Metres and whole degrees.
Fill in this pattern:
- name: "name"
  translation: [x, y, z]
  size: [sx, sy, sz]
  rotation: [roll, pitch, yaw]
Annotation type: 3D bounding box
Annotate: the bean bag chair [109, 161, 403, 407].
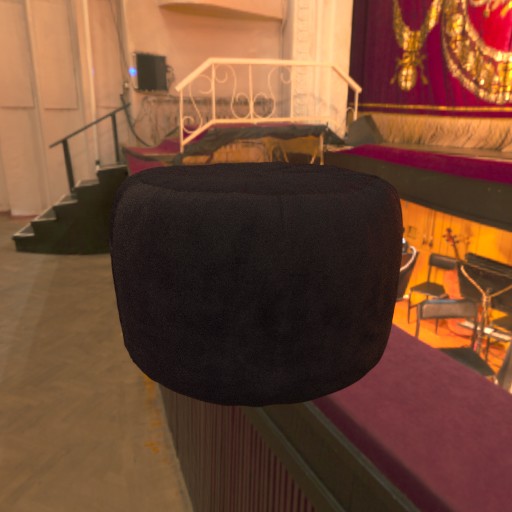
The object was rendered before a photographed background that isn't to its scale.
- name: "bean bag chair"
  translation: [0.000, 0.000, 1.950]
  size: [1.219, 0.762, 1.219]
  rotation: [0, 17, 0]
